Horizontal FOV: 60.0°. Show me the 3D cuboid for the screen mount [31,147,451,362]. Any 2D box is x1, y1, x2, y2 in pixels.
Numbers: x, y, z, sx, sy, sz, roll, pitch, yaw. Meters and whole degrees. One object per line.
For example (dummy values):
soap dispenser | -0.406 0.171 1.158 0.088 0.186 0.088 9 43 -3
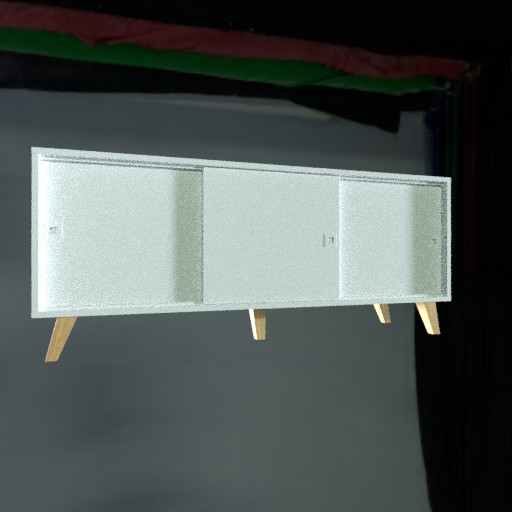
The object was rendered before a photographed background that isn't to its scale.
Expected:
screen mount | 0.000 0.000 1.693 1.490 0.619 0.400 0 0 -19
